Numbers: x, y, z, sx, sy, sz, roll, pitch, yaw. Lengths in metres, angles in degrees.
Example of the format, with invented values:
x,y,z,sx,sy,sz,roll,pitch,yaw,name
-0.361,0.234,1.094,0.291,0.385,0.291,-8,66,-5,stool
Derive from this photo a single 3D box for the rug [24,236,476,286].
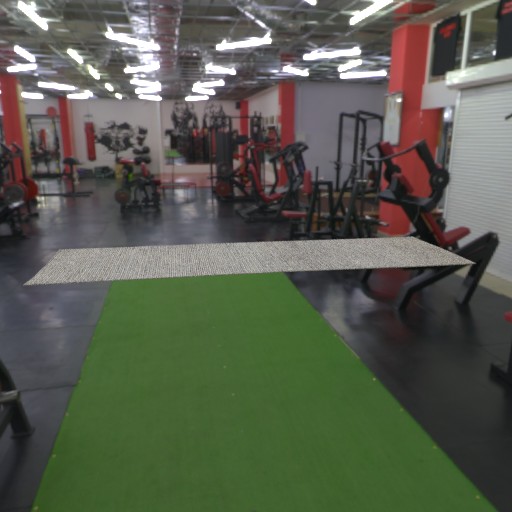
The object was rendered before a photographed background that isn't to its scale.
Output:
x,y,z,sx,sy,sz,roll,pitch,yaw,name
0.000,0.000,2.570,2.335,0.013,0.697,-2,15,-9,rug
